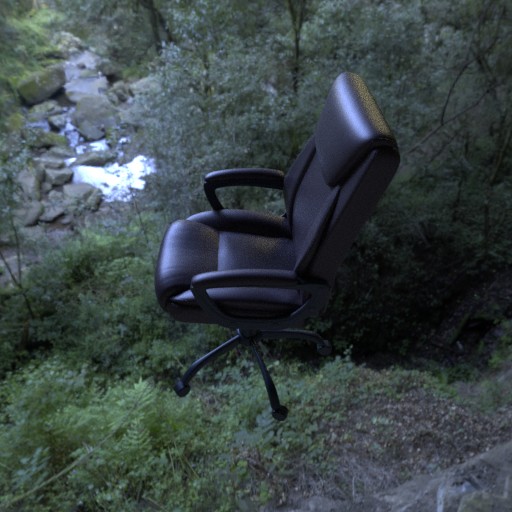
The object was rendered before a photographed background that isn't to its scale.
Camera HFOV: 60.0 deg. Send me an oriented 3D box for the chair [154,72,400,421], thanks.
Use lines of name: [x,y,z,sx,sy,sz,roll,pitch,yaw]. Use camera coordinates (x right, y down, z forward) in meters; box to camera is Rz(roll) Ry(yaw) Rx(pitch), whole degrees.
chair: [0.000,0.000,1.475,0.655,1.072,0.615,-1,42,-1]
